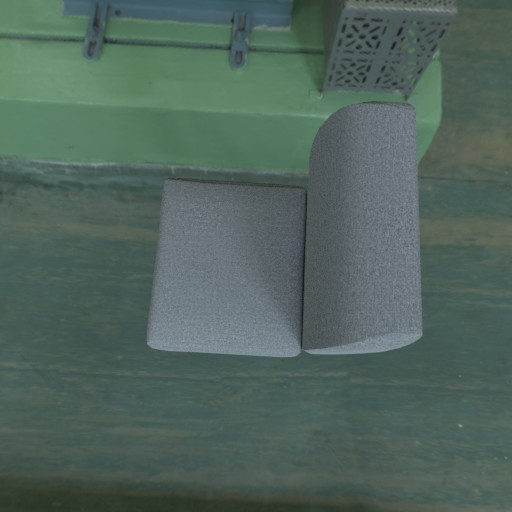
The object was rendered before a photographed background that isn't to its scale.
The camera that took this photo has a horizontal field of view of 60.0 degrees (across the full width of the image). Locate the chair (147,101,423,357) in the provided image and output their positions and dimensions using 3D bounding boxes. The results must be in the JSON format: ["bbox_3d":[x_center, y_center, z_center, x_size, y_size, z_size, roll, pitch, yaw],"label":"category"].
[{"bbox_3d":[0.000,0.000,1.175,0.592,0.804,0.513,2,76,0],"label":"chair"}]
